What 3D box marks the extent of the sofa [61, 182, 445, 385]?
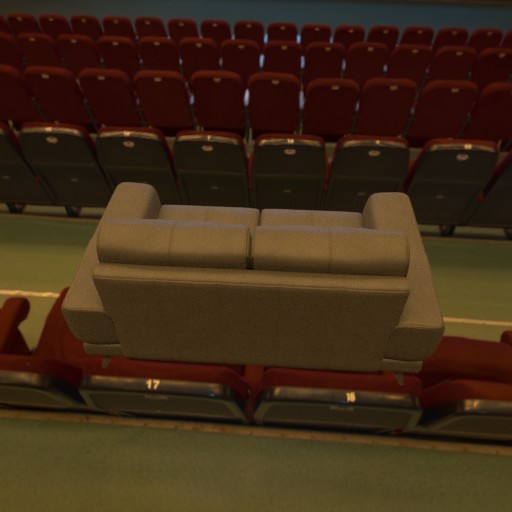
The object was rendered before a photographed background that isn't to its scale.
[{"bbox_3d":[0.000,0.000,2.413,1.806,0.907,1.018,3,45,3],"label":"sofa"}]
